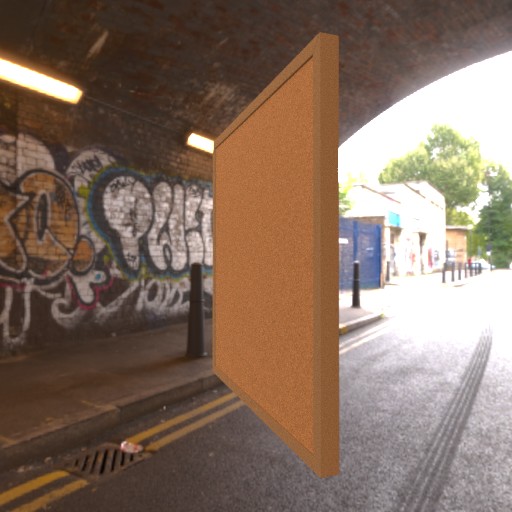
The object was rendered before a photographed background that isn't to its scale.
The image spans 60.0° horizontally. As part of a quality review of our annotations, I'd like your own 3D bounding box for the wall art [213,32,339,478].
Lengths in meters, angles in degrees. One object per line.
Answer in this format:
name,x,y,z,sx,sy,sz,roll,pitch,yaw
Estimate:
wall art,0.000,0.000,1.120,0.037,0.761,0.761,0,0,-19
